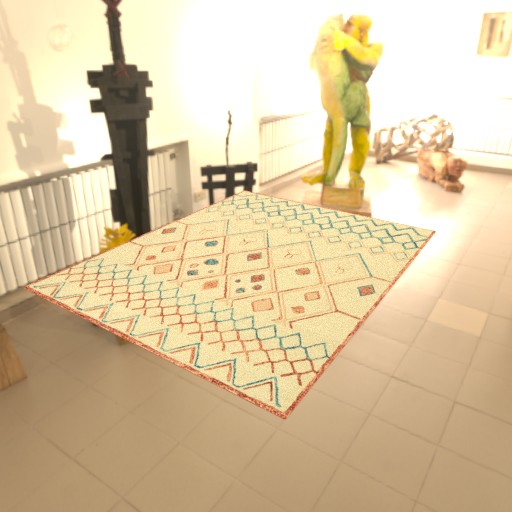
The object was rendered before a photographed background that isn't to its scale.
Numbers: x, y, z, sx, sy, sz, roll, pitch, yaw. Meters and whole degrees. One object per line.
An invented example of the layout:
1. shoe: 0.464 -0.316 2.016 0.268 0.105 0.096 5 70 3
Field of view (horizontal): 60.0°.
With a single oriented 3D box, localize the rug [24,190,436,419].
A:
1. rug: 0.000 0.000 4.068 2.441 0.016 3.050 17 31 30
